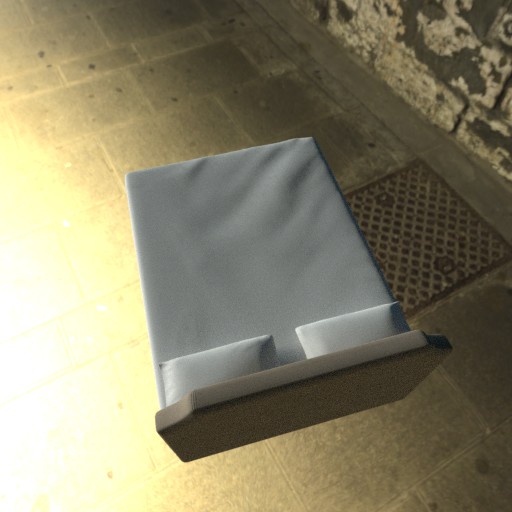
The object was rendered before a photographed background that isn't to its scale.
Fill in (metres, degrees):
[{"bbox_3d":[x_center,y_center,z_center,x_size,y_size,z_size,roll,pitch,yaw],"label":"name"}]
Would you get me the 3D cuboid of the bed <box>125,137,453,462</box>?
[{"bbox_3d":[0.000,0.000,3.555,1.977,1.293,2.498,-13,58,-8],"label":"bed"}]
